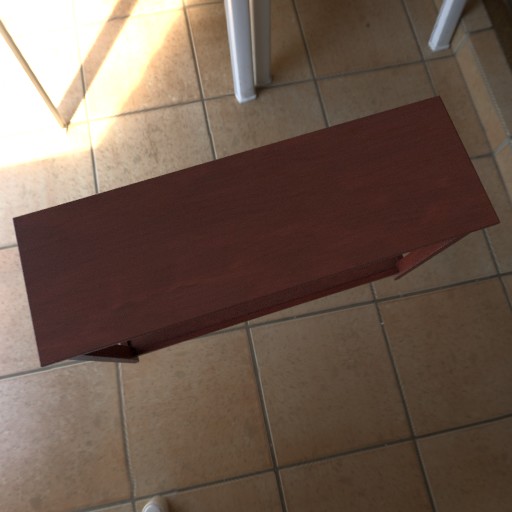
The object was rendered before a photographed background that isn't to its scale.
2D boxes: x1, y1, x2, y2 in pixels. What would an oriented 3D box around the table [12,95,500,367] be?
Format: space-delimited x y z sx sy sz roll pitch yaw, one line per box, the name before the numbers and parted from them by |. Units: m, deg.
table | 0.000 0.000 1.489 1.188 0.739 0.392 -17 76 -4
